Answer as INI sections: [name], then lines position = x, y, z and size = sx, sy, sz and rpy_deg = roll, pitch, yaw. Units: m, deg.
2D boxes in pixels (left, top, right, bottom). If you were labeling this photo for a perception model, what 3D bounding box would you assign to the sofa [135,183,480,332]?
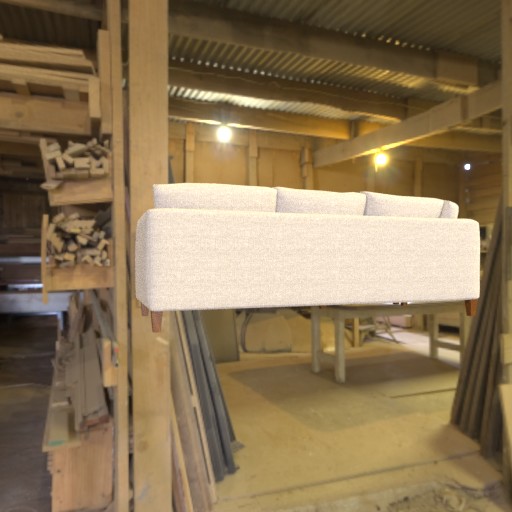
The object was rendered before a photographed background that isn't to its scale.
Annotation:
[sofa]
position = 0.000, 0.000, 4.680
size = 2.594, 0.961, 3.460
rpy_deg = 0, -1, -19
